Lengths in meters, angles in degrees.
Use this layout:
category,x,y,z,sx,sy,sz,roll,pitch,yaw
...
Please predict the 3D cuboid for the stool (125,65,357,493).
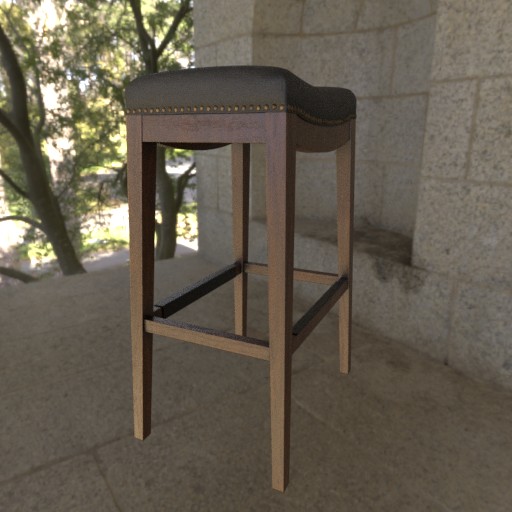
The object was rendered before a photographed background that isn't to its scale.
category,x,y,z,sx,sy,sz,roll,pitch,yaw
stool,0.000,0.000,1.027,0.361,0.765,0.500,7,17,25
